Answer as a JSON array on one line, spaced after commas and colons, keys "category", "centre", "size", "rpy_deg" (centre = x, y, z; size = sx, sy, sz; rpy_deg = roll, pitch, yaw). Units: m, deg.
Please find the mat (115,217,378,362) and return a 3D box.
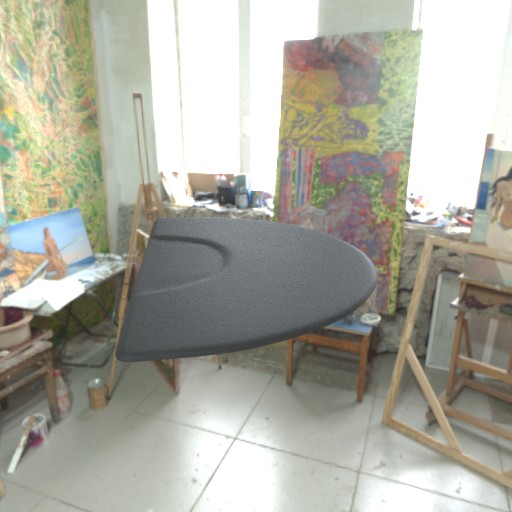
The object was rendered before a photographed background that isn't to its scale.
[{"category": "mat", "centre": [0.000, 0.000, 1.823], "size": [0.917, 0.016, 1.525], "rpy_deg": [-3, 18, -8]}]
